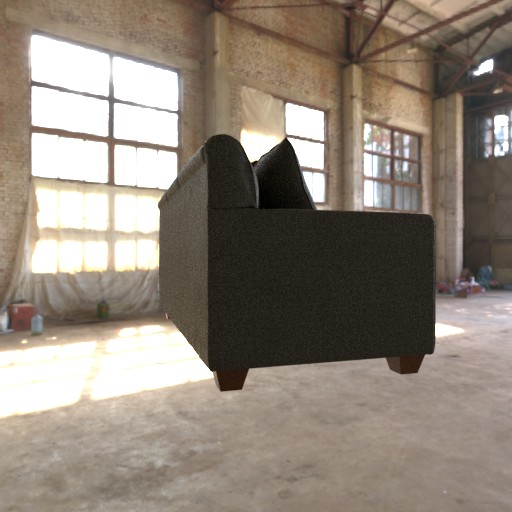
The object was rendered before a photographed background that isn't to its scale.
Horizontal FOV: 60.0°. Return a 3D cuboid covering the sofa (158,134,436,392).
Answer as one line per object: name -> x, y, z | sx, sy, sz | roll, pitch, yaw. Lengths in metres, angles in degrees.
sofa -> 0.000, 0.000, 2.628 | 0.997, 0.958, 2.024 | 0, 0, -17
